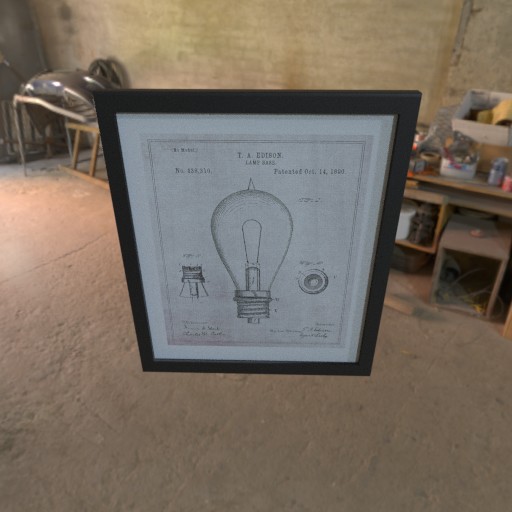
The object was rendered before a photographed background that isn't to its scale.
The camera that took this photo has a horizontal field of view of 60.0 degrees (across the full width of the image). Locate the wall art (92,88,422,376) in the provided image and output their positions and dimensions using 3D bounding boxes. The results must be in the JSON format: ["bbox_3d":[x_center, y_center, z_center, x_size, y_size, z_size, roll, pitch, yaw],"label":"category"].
[{"bbox_3d":[0.000,0.000,0.716,0.430,0.509,0.021,1,31,1],"label":"wall art"}]
